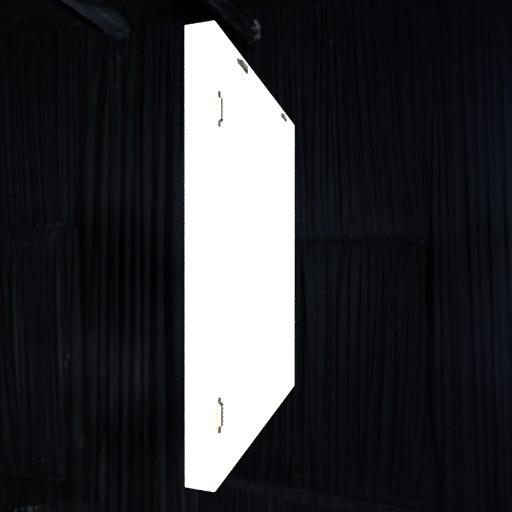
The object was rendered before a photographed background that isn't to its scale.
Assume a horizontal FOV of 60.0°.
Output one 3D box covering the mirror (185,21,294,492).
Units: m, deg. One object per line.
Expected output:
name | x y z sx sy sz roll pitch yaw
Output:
mirror | 0.000 0.000 0.676 0.041 0.509 0.406 0 0 17
